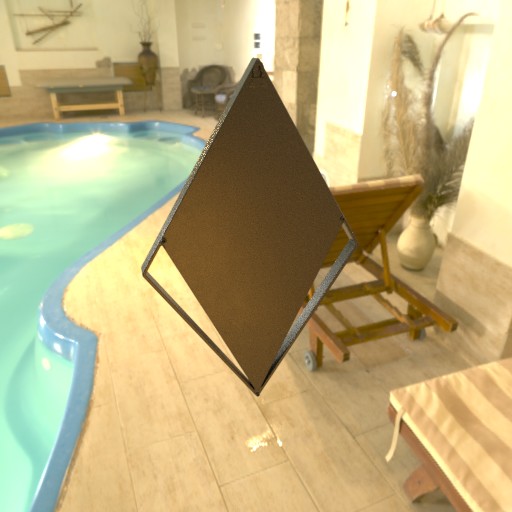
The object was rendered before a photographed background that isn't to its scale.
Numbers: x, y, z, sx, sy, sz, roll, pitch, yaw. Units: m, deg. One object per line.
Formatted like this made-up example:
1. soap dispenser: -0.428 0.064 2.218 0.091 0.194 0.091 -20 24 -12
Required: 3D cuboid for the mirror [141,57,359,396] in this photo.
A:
1. mirror: 0.000 0.000 0.831 0.419 0.679 0.032 -8 28 -15
